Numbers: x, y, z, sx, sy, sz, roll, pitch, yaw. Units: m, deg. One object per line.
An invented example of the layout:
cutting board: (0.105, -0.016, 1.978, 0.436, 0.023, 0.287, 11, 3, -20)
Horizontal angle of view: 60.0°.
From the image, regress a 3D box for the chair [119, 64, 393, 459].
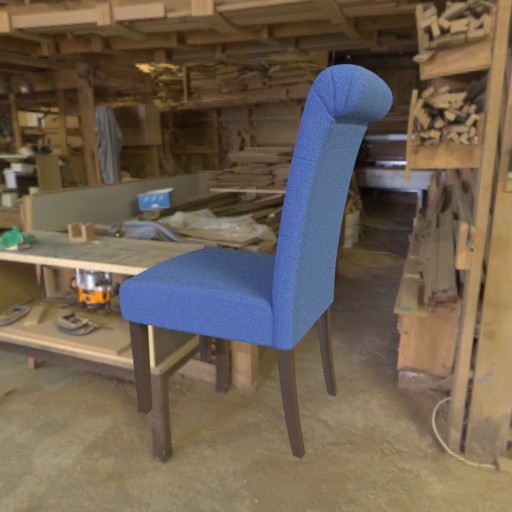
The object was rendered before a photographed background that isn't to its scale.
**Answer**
chair: (0.000, 0.000, 1.328, 0.671, 1.006, 0.456, 7, 16, 24)
